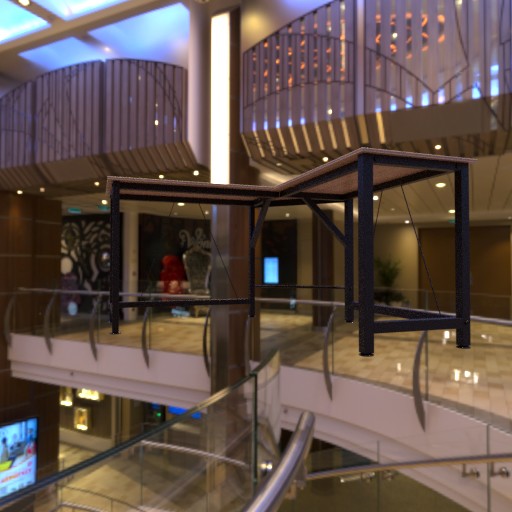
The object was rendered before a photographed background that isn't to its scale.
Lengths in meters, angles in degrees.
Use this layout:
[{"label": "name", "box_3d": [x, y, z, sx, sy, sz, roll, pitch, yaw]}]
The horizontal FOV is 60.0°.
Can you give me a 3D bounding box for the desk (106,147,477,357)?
[{"label": "desk", "box_3d": [0.000, 0.000, 2.207, 1.400, 0.762, 1.400, 0, -1, -20]}]
